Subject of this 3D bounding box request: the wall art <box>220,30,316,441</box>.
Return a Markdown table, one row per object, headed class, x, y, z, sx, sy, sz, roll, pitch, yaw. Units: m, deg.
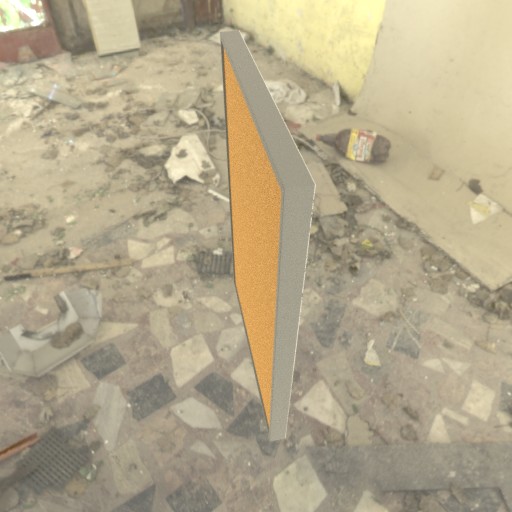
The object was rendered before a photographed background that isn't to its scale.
| class | x | y | z | sx | sy | sz | roll | pitch | yaw |
| --- | --- | --- | --- | --- | --- | --- | --- | --- | --- |
| wall art | 0.000 | 0.000 | 0.967 | 0.039 | 0.753 | 0.511 | -8 | 47 | -8 |
